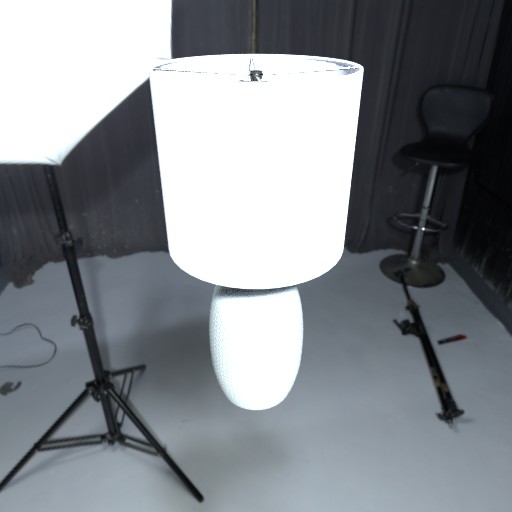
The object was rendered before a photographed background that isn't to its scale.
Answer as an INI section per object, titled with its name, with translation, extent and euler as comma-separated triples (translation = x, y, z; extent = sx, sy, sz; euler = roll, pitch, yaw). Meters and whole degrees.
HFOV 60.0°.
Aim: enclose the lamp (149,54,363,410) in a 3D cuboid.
[lamp]
translation = 0.000, 0.000, 0.569
extent = 0.217, 0.453, 0.217
euler = -2, 30, -3
